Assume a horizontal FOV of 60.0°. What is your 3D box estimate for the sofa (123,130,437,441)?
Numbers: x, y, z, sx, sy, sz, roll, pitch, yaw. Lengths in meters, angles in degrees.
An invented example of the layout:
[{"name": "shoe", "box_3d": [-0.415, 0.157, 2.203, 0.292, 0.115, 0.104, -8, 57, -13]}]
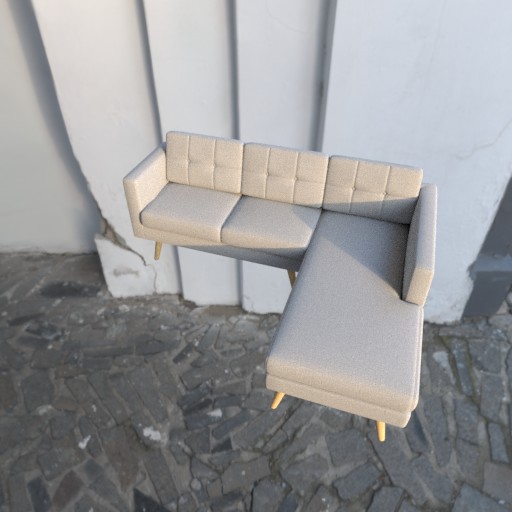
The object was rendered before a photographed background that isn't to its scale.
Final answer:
[{"name": "sofa", "box_3d": [0.000, 0.000, 2.782, 2.040, 0.860, 1.530, 12, 42, 14]}]
